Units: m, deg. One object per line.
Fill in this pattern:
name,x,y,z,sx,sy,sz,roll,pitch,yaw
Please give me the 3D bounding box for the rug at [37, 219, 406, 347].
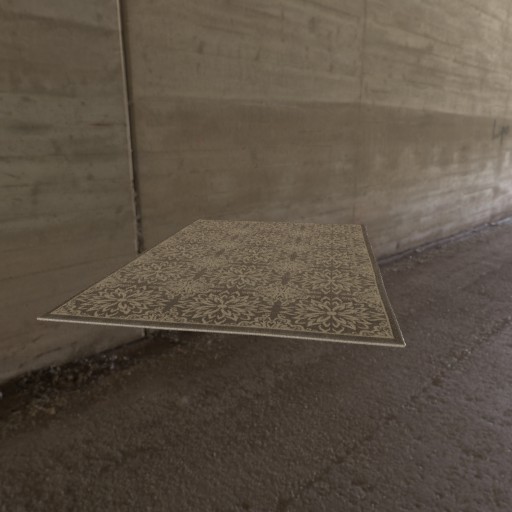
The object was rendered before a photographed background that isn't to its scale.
rug,0.000,0.000,3.424,1.819,0.018,2.746,3,16,9
